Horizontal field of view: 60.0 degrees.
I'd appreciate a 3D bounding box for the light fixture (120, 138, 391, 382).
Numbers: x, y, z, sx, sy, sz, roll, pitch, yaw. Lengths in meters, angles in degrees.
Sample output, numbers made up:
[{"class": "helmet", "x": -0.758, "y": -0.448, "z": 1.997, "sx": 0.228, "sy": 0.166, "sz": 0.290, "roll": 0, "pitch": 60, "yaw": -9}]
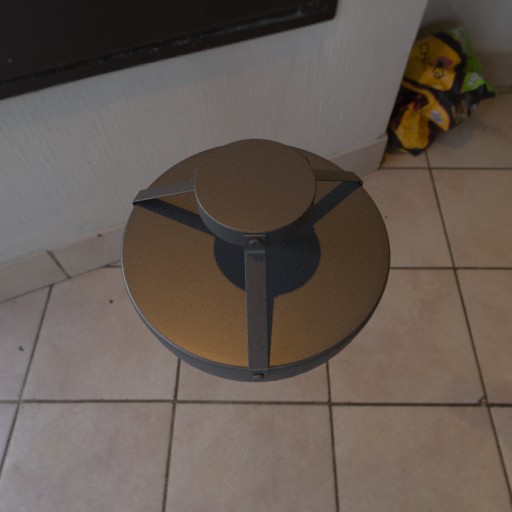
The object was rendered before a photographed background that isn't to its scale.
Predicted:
[{"class": "light fixture", "x": 0.000, "y": 0.000, "z": 0.534, "sx": 0.304, "sy": 0.269, "sz": 0.304, "roll": 0, "pitch": 59, "yaw": 0}]
